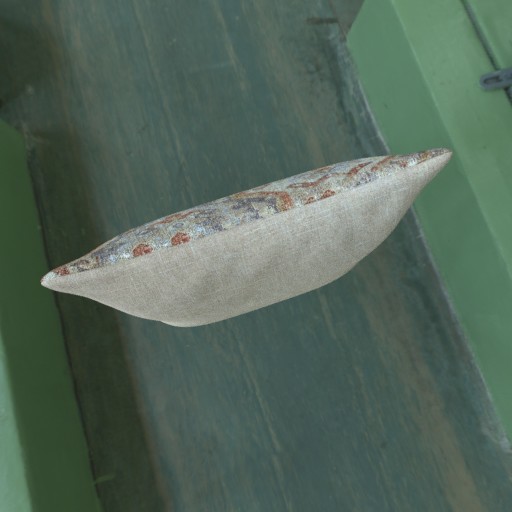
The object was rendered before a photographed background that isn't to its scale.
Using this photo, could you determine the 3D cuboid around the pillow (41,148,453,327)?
[{"bbox_3d":[0.000,0.000,0.770,0.523,0.506,0.166,-18,78,-4],"label":"pillow"}]
